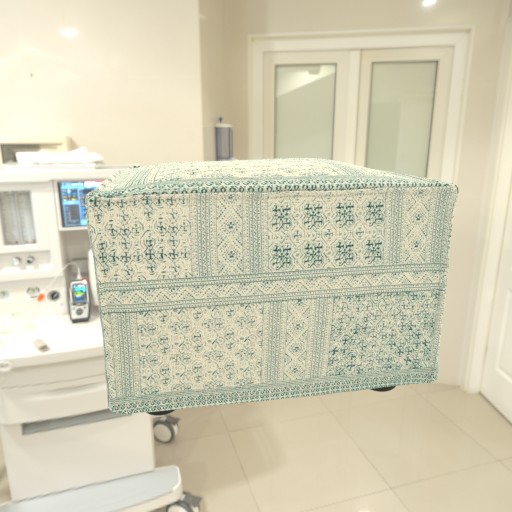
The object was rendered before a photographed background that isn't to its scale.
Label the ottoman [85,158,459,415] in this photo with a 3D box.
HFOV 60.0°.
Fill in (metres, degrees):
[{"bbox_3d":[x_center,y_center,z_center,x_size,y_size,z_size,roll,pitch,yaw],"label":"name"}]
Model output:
[{"bbox_3d":[0.000,0.000,1.036,0.626,0.439,0.617,-3,15,-10],"label":"ottoman"}]
